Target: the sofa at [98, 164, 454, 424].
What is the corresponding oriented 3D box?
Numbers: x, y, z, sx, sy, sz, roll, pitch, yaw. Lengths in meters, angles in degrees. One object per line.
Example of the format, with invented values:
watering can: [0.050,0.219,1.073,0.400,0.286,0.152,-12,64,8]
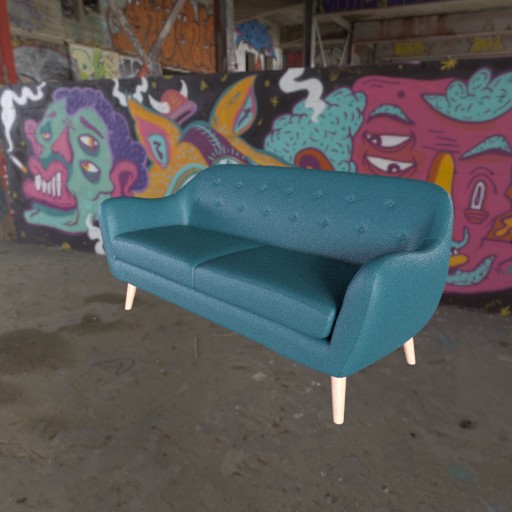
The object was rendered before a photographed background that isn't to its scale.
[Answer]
sofa: [0.000,0.000,2.262,1.840,0.836,0.820,15,22,43]
